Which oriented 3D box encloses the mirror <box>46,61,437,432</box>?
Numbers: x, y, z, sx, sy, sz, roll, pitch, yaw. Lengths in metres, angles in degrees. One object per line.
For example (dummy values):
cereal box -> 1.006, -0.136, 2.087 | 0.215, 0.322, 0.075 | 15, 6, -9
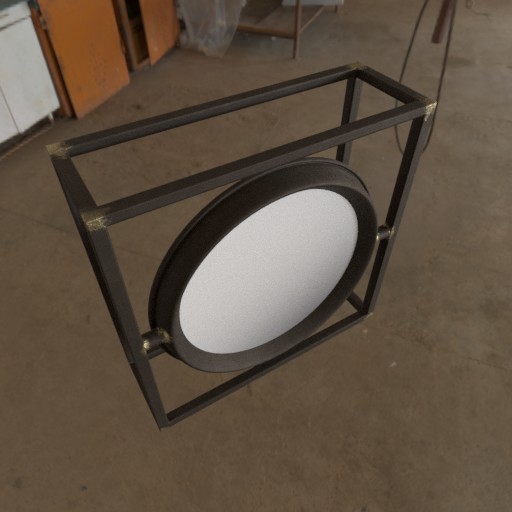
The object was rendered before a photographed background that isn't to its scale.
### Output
mirror -> 0.000, 0.000, 0.465 | 0.306, 0.303, 0.107 | -23, 50, -21
